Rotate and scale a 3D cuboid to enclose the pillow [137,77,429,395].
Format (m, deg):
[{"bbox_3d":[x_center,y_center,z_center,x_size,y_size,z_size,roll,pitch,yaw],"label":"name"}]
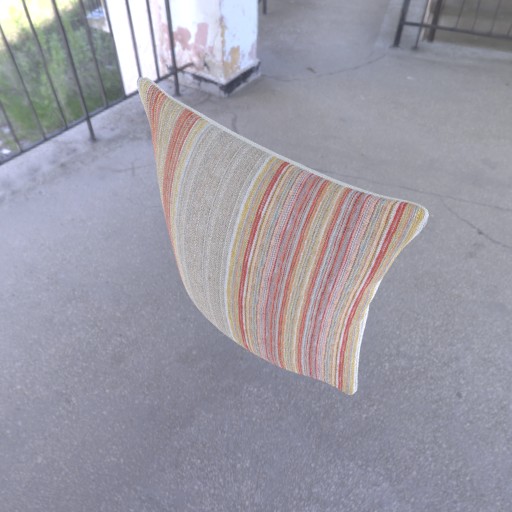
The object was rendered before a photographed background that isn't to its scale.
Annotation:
[{"bbox_3d":[0.000,0.000,0.706,0.451,0.449,0.191,32,55,25],"label":"pillow"}]
